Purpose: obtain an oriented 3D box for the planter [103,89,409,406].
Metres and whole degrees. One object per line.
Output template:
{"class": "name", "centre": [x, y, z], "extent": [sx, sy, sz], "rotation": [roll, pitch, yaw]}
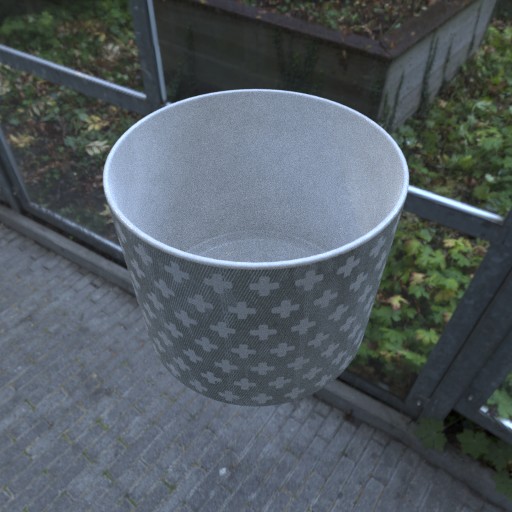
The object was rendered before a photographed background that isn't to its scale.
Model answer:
{"class": "planter", "centre": [0.000, 0.000, 0.457], "extent": [0.250, 0.239, 0.250], "rotation": [0, 46, 0]}
